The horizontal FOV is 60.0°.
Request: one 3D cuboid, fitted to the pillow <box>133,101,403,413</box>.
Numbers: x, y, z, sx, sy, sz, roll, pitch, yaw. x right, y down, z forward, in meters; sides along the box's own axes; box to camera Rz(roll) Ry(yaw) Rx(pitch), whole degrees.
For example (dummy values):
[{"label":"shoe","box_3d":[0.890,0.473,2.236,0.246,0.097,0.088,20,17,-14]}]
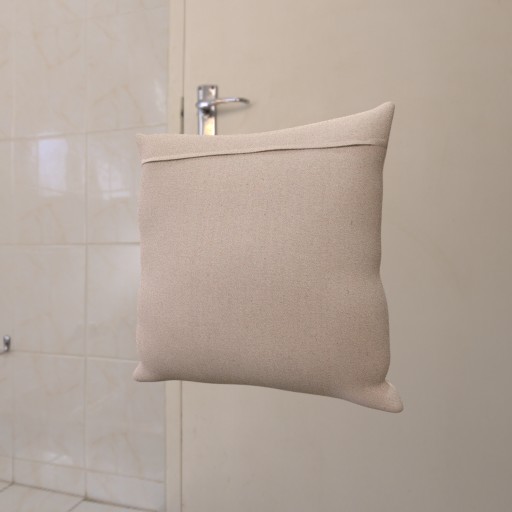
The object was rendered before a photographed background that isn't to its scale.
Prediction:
[{"label":"pillow","box_3d":[0.000,0.000,0.699,0.440,0.441,0.182,0,0,19]}]
